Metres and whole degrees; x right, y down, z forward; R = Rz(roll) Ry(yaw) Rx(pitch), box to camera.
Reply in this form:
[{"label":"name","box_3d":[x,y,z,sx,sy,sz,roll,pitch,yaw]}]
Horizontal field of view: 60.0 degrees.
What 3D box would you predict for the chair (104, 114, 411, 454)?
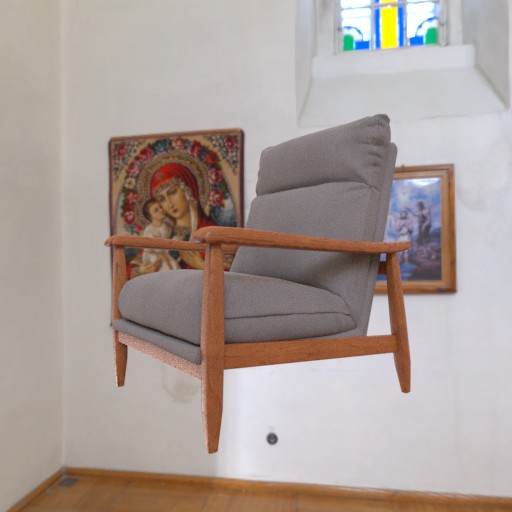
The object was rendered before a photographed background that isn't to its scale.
[{"label":"chair","box_3d":[0.000,0.000,1.522,0.816,0.922,0.782,0,1,-36]}]
